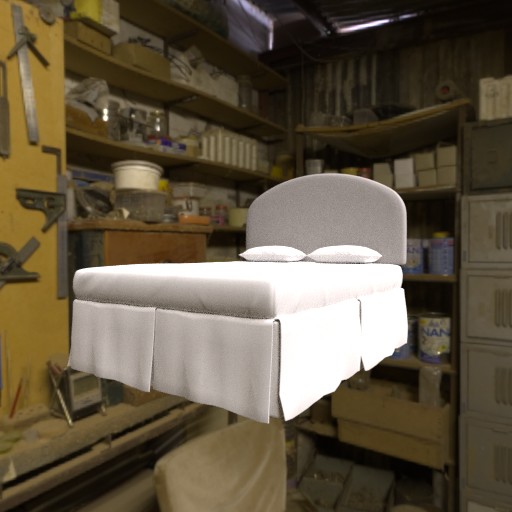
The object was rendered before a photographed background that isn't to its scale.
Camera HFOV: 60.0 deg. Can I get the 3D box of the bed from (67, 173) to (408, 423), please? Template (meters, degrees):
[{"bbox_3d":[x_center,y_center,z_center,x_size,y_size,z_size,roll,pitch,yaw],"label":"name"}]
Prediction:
[{"bbox_3d":[0.000,0.000,3.115,1.607,1.410,2.005,1,1,34],"label":"bed"}]
